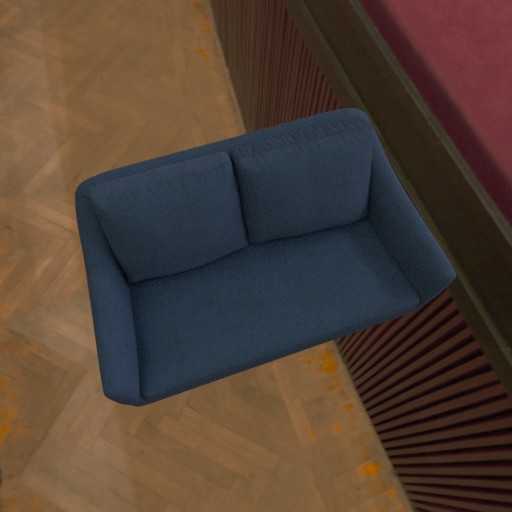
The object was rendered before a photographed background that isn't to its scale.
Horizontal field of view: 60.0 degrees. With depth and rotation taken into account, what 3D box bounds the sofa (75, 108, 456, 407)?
[{"bbox_3d":[0.000,0.000,2.208,1.619,0.902,0.960,-17,66,-8],"label":"sofa"}]
